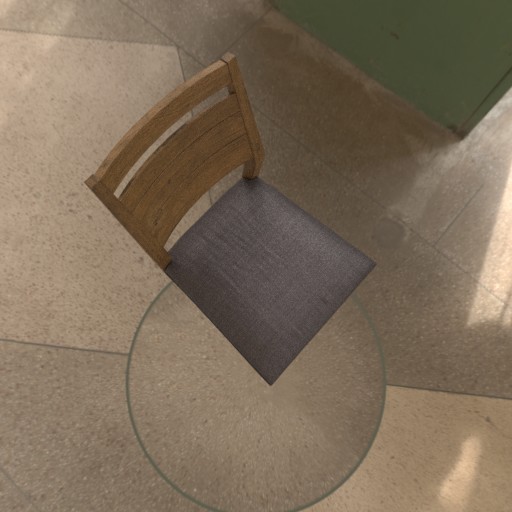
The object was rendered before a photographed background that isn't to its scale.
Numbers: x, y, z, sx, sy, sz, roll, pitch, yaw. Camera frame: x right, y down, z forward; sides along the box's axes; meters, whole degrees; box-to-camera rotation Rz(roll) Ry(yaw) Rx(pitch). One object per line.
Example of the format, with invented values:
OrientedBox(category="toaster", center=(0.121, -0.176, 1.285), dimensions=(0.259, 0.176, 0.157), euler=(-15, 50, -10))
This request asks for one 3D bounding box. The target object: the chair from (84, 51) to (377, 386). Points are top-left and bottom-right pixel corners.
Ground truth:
OrientedBox(category="chair", center=(0.000, 0.000, 1.335), dimensions=(0.610, 0.939, 0.501), euler=(42, 79, 10))
